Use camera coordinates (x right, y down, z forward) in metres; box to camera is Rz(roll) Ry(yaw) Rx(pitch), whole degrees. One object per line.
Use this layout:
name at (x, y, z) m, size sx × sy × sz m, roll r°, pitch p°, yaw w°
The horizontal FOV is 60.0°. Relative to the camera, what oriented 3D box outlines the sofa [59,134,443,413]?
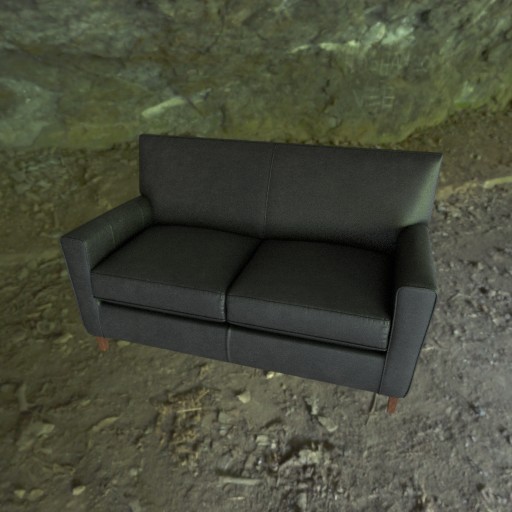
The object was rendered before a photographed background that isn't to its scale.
sofa at (0.000, 0.000, 1.995) m, size 1.473 × 0.871 × 0.787 m, roll 8°, pitch 27°, yaw 15°
